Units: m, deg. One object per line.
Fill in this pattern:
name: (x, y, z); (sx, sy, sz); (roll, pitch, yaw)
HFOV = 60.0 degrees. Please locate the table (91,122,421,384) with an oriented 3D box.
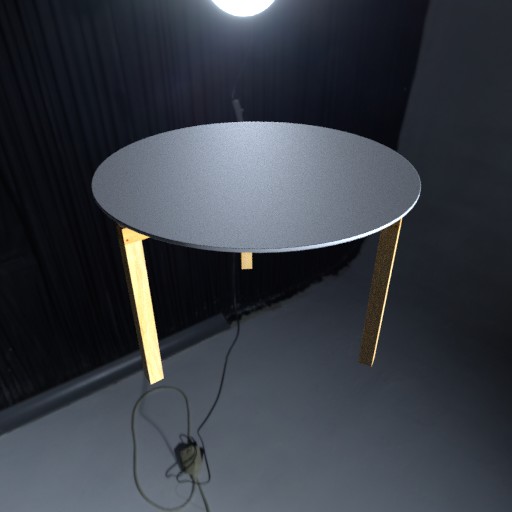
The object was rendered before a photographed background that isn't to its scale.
table: (0.000, 0.000, 0.954); (0.600, 0.405, 0.600); (0, 33, 0)
